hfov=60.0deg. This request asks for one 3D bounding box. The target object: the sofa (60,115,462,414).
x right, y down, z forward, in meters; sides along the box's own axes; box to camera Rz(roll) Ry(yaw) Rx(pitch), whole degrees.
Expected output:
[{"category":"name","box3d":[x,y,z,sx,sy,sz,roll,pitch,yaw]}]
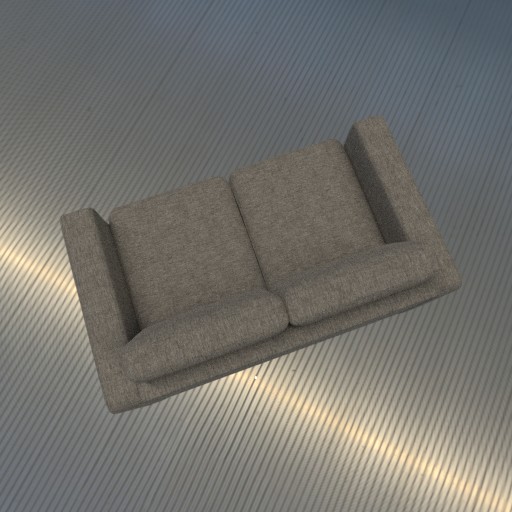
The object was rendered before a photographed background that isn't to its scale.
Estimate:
[{"category":"sofa","box3d":[0.000,0.000,2.004,1.520,0.800,0.900,-19,75,-5]}]
